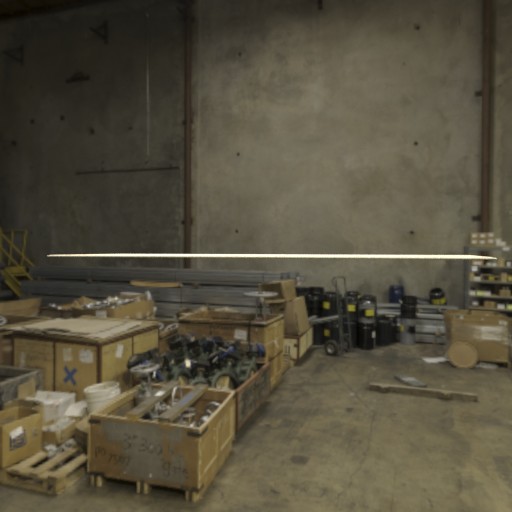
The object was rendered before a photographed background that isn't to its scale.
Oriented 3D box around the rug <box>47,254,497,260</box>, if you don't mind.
[{"bbox_3d":[0.000,0.000,2.380,2.196,0.011,0.662,0,1,19],"label":"rug"}]
